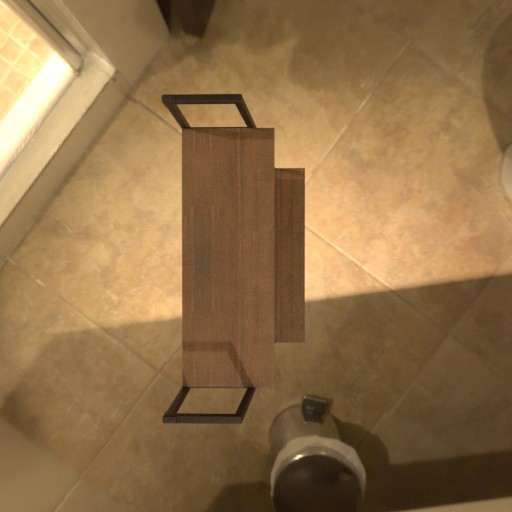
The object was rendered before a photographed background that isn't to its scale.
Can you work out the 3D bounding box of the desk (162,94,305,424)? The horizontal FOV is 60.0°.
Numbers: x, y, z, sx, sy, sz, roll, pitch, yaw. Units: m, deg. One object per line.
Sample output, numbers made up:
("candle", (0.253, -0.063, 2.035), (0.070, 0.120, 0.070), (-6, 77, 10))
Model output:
("desk", (0.000, 0.000, 2.214), (0.515, 1.809, 0.982), (0, 91, 1))
